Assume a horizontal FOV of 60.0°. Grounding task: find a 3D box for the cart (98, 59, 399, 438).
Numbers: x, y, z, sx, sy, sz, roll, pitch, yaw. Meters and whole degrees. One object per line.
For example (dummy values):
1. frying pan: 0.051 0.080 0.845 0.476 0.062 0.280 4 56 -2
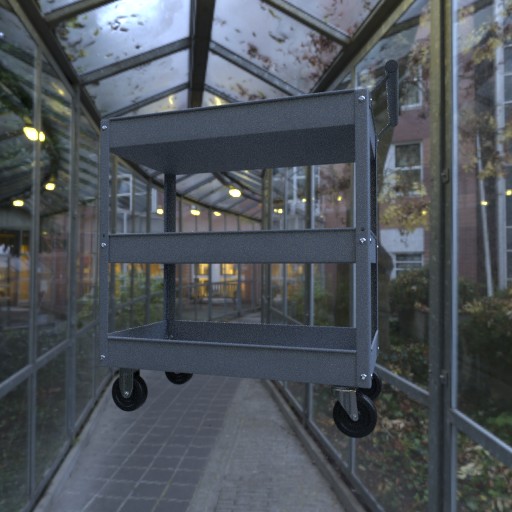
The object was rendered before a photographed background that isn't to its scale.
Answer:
1. cart: 0.000 0.000 1.164 0.719 0.780 0.366 0 -2 18
